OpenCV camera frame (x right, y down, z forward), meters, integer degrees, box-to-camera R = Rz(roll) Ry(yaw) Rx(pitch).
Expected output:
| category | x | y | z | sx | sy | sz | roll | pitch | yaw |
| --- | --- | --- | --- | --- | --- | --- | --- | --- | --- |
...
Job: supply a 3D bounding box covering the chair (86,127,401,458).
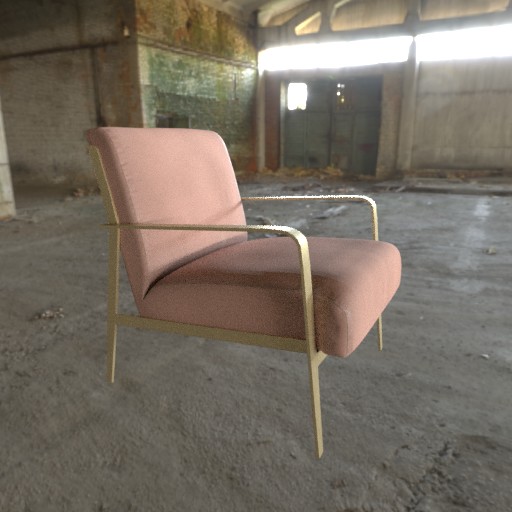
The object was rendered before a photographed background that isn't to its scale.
| category | x | y | z | sx | sy | sz | roll | pitch | yaw |
| --- | --- | --- | --- | --- | --- | --- | --- | --- | --- |
| chair | 0.000 | 0.000 | 1.469 | 0.848 | 0.823 | 0.701 | 8 | 17 | 27 |
